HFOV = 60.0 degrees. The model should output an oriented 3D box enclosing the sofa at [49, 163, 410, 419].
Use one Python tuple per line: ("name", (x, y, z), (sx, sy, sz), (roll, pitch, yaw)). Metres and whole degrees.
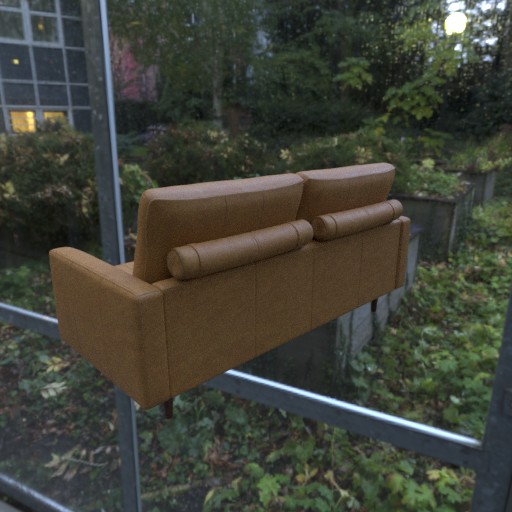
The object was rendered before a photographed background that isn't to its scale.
("sofa", (0.000, 0.000, 2.305), (1.821, 0.898, 0.850), (-15, 22, -42))
